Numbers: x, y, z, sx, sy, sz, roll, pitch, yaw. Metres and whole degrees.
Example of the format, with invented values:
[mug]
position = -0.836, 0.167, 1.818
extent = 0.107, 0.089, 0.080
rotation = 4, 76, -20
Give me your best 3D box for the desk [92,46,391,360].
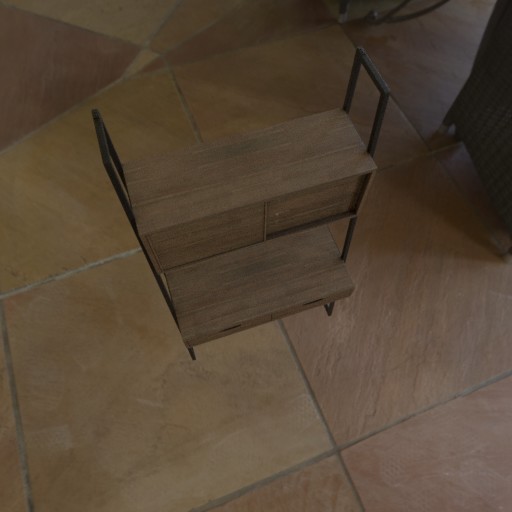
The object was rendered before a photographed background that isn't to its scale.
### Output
[desk]
position = 0.000, 0.000, 2.233
extent = 0.982, 1.809, 0.515
rotation = -17, 64, -8
